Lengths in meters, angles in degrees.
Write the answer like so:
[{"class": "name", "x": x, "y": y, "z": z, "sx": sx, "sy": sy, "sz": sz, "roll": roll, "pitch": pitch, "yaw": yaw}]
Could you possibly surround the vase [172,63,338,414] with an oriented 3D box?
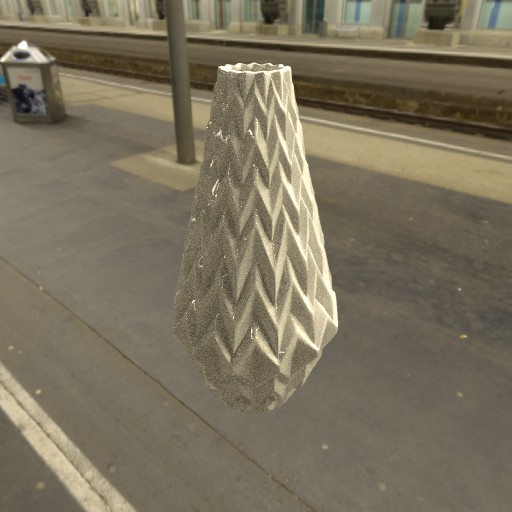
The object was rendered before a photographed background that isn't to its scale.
[{"class": "vase", "x": 0.000, "y": 0.000, "z": 0.415, "sx": 0.167, "sy": 0.328, "sz": 0.167, "roll": 0, "pitch": 30, "yaw": 0}]
